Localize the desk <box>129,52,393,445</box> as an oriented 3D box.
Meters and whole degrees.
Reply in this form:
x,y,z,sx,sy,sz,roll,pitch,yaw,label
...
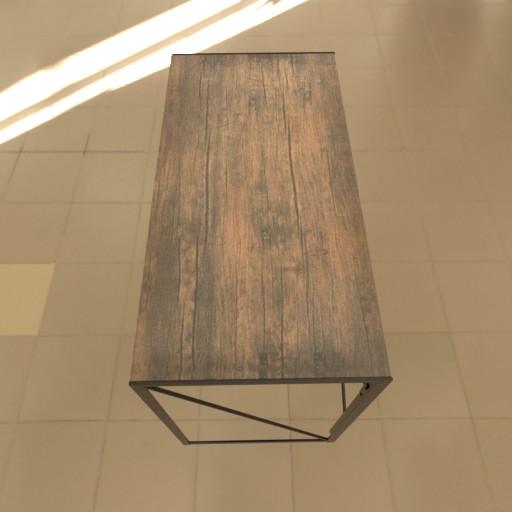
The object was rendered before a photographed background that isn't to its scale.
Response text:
x,y,z,sx,sy,sz,roll,pitch,yaw,label
0.000,0.000,1.425,0.505,0.747,1.015,-1,59,-1,desk
